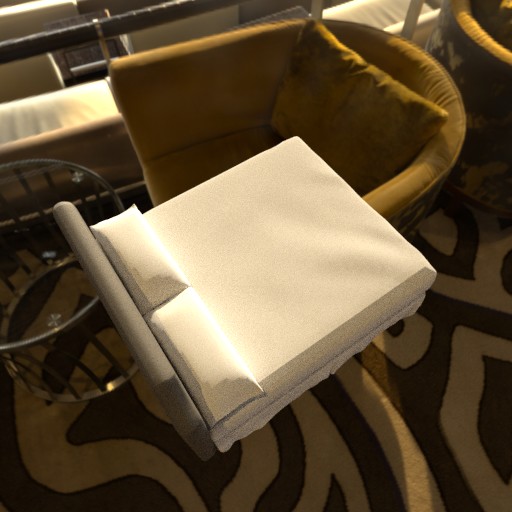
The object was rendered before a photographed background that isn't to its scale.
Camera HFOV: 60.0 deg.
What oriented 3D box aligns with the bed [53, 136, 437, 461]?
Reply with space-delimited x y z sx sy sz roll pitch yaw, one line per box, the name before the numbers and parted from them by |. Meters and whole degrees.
bed | 0.000 0.000 3.898 2.536 1.561 2.194 -31 64 -17
